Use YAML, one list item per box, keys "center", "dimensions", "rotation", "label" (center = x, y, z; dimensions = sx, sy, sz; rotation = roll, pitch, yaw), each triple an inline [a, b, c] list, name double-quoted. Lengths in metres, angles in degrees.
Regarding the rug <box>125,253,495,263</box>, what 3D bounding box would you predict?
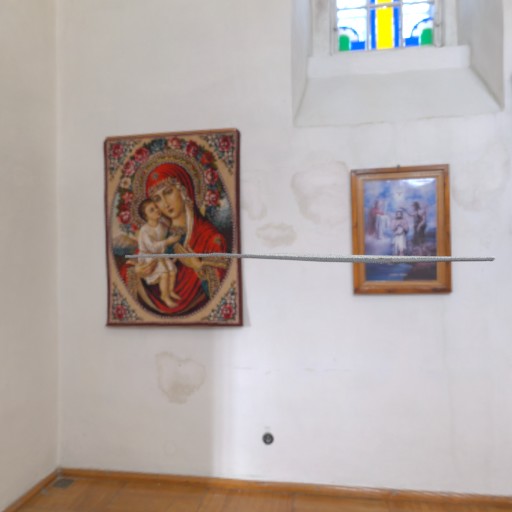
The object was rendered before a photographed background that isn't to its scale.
- center: [0.000, 0.000, 2.522]
  dimensions: [0.675, 0.037, 2.341]
  rotation: [0, 1, -36]
  label: "rug"
